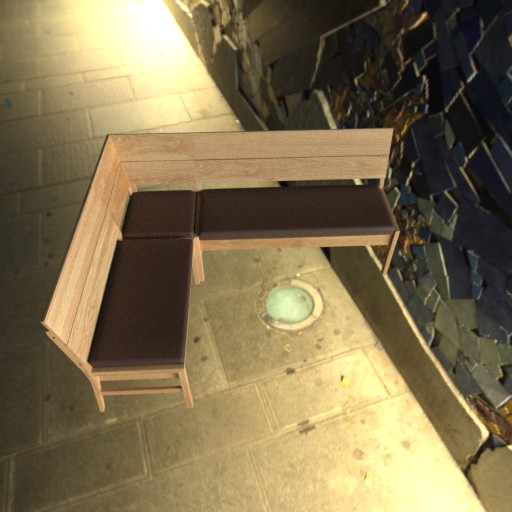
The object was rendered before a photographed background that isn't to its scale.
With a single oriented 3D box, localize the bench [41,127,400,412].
[{"bbox_3d":[0.000,0.000,2.812,1.975,0.890,1.549,-3,46,-2],"label":"bench"}]
